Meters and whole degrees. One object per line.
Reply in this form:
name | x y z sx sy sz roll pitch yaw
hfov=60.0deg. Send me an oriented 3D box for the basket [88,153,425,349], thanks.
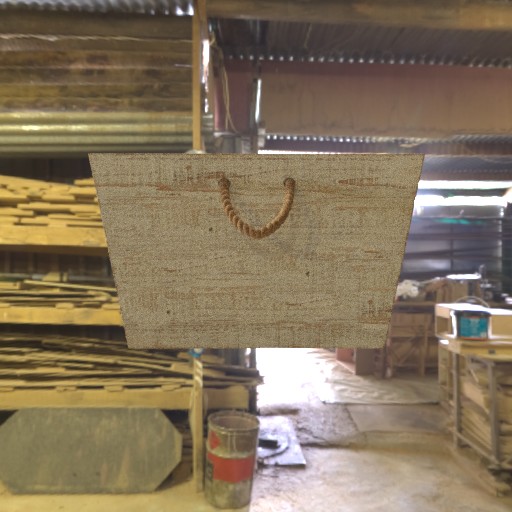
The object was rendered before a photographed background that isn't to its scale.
basket | 0.000 0.000 0.747 0.413 0.247 0.545 0 -1 0
